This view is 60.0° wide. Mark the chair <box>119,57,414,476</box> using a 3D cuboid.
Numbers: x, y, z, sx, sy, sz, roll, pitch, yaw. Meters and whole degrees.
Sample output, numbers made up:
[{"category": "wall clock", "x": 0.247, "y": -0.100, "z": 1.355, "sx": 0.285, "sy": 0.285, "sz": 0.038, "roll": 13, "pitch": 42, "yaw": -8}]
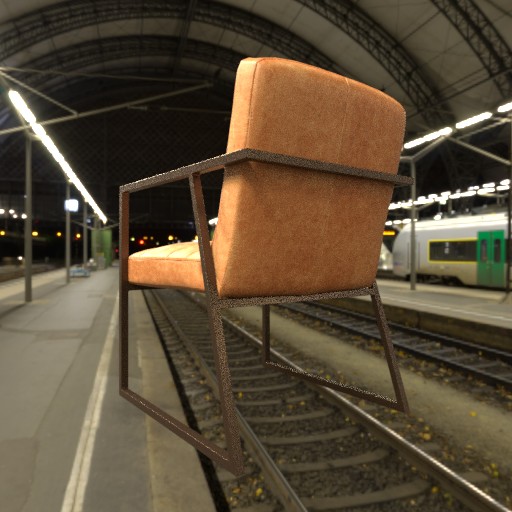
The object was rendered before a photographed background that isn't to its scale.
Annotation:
[{"category": "chair", "x": 0.000, "y": 0.000, "z": 1.256, "sx": 0.571, "sy": 0.832, "sz": 0.677, "roll": 0, "pitch": 1, "yaw": -37}]
